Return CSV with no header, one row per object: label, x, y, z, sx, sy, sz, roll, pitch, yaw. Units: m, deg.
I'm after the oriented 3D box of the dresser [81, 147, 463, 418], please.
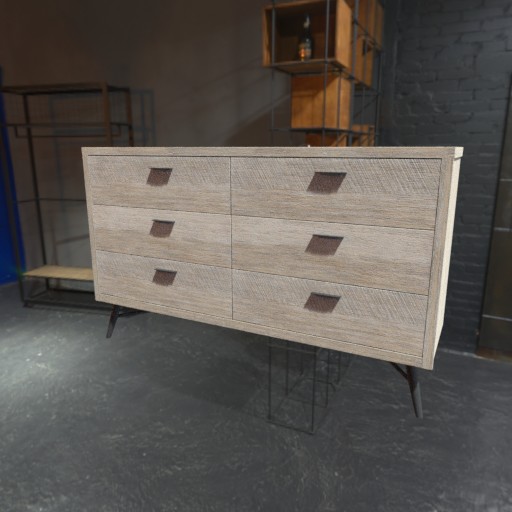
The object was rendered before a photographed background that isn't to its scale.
dresser,0.000,0.000,1.921,1.524,0.914,0.457,7,15,26
